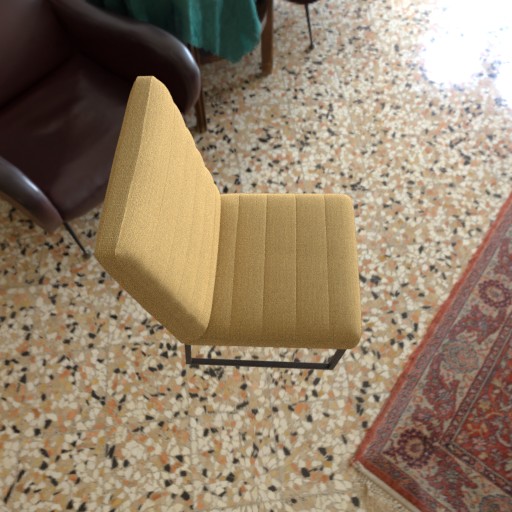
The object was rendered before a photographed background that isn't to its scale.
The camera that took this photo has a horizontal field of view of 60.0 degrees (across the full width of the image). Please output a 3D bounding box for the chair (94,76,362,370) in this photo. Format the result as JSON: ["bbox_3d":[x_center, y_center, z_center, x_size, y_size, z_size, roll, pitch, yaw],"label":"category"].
[{"bbox_3d":[0.000,0.000,1.364,0.634,0.930,0.520,2,63,1],"label":"chair"}]
